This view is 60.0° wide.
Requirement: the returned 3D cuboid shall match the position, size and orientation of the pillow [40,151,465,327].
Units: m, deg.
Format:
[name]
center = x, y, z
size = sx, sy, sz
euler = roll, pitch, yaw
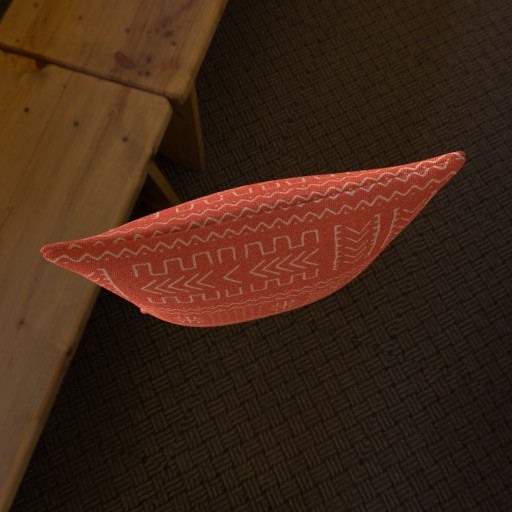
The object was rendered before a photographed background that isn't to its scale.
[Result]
[pillow]
center = 0.000, 0.000, 0.636
size = 0.438, 0.429, 0.164
euler = -13, 76, -3
